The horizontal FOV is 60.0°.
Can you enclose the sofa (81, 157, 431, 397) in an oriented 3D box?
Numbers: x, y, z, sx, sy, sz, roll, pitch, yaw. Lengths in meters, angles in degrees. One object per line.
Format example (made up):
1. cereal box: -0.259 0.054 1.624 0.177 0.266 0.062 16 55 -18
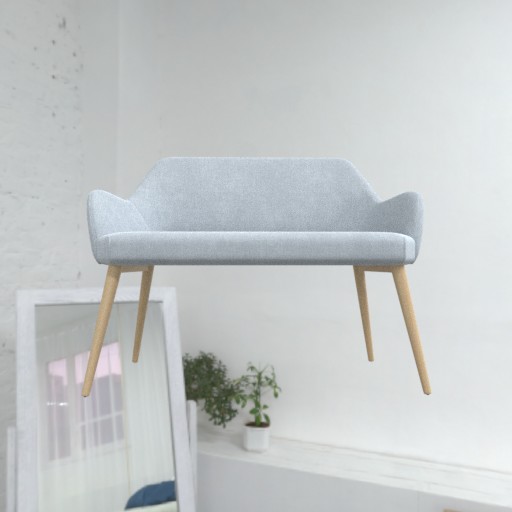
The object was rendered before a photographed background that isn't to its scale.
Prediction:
1. sofa: 0.000 0.000 1.596 1.150 0.840 0.610 0 -1 -1
